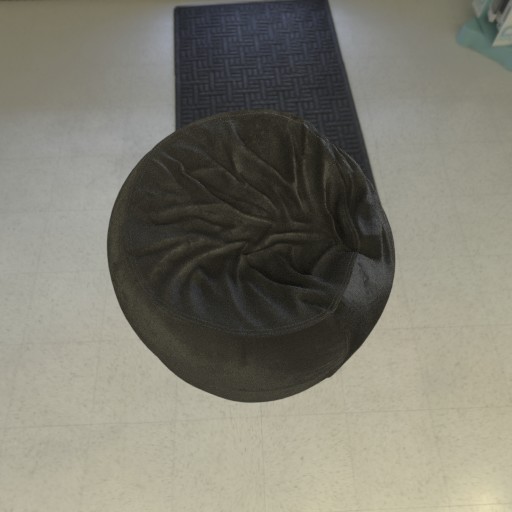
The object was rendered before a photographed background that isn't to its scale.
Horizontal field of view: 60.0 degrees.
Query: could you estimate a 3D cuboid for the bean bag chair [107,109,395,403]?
[{"bbox_3d":[0.000,0.000,1.508,0.918,0.605,0.918,0,63,0],"label":"bean bag chair"}]
